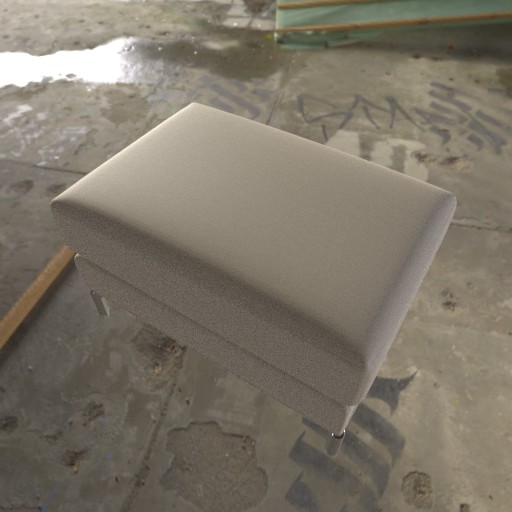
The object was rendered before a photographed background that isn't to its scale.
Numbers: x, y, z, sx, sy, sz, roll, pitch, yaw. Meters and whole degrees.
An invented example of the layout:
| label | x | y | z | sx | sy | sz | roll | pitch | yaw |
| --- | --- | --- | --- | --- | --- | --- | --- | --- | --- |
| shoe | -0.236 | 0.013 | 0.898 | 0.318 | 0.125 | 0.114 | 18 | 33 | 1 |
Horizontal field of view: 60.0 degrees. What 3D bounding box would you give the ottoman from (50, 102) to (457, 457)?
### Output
| label | x | y | z | sx | sy | sz | roll | pitch | yaw |
| --- | --- | --- | --- | --- | --- | --- | --- | --- | --- |
| ottoman | 0.000 | 0.000 | 1.215 | 0.835 | 0.497 | 0.581 | 25 | 52 | 21 |
